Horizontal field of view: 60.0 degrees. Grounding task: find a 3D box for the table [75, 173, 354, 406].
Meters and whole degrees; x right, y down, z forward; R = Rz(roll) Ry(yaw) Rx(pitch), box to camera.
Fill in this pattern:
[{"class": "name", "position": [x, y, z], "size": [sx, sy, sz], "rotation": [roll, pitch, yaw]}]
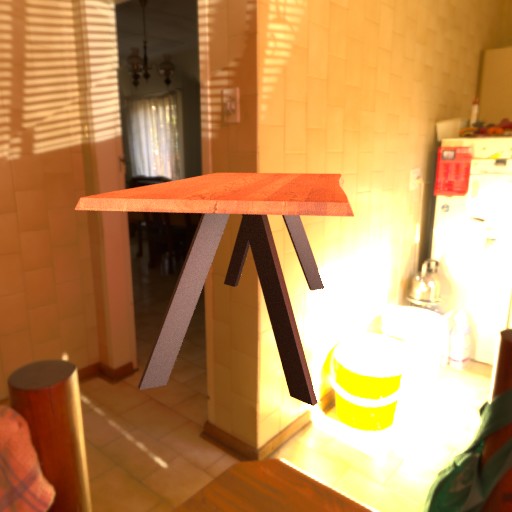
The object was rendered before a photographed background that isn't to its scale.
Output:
[{"class": "table", "position": [0.000, 0.000, 2.316], "size": [0.900, 0.770, 1.800], "rotation": [2, 13, 10]}]
